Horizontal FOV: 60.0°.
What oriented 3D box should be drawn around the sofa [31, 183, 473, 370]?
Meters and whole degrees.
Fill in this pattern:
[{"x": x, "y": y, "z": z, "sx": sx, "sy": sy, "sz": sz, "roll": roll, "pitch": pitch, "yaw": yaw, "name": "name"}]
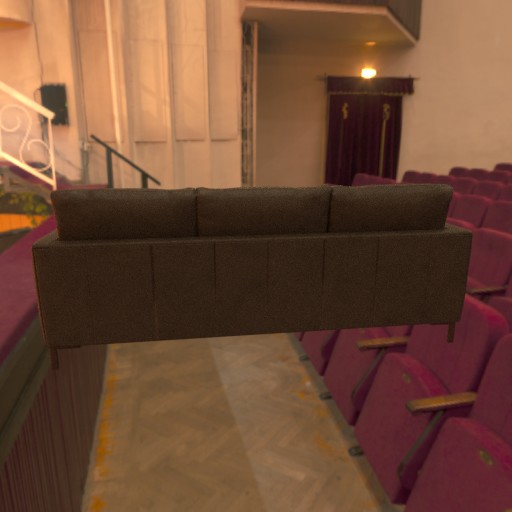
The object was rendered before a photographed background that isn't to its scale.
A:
[{"x": 0.000, "y": 0.000, "z": 2.367, "sx": 2.029, "sy": 0.805, "sz": 0.748, "roll": -2, "pitch": 15, "yaw": -8, "name": "sofa"}]
